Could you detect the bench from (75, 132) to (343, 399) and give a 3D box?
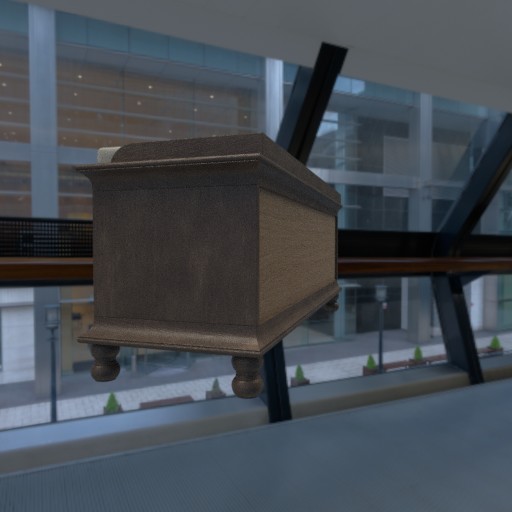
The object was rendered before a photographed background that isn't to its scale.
[{"bbox_3d":[0.000,0.000,1.423,0.402,0.501,1.185,1,2,18],"label":"bench"}]
